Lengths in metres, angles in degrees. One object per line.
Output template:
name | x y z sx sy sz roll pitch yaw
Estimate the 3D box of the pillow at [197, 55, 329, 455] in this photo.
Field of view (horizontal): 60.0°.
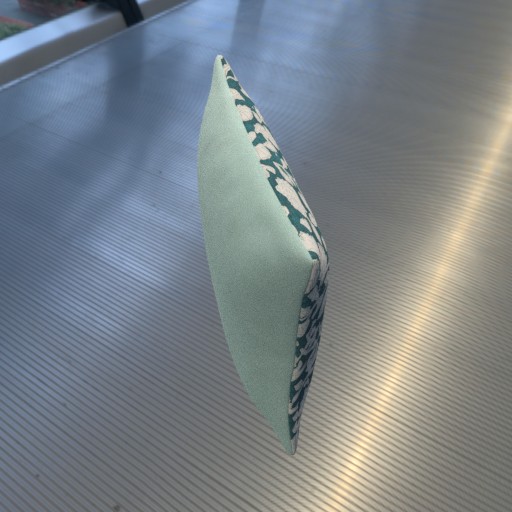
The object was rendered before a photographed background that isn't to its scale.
pillow | 0.000 0.000 0.792 0.166 0.508 0.525 -10 46 -9
